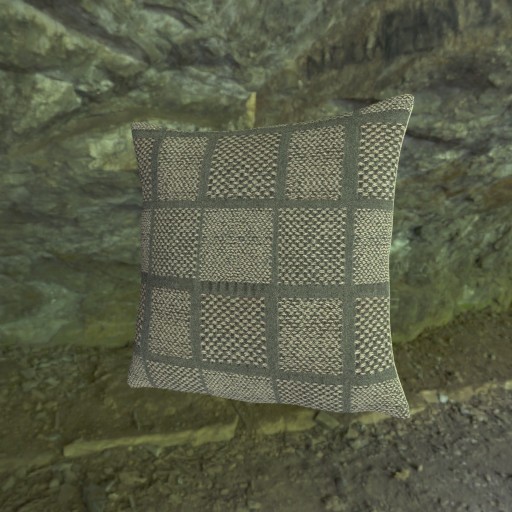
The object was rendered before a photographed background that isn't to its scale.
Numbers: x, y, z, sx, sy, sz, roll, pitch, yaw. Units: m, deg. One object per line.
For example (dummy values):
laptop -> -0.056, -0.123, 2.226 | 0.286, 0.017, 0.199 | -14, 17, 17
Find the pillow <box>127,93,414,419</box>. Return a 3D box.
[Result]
pillow -> 0.000, 0.000, 0.652 | 0.435, 0.432, 0.138 | 0, 1, 19
